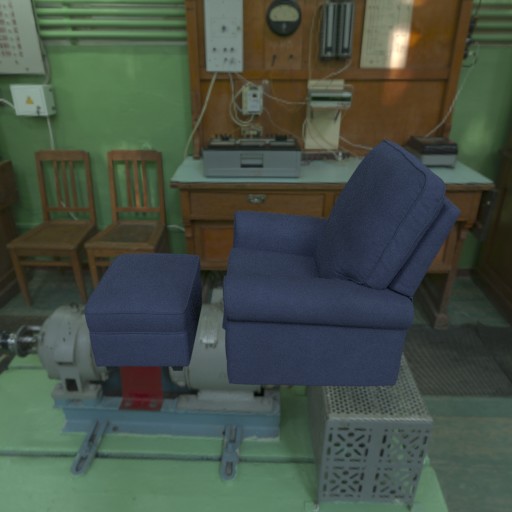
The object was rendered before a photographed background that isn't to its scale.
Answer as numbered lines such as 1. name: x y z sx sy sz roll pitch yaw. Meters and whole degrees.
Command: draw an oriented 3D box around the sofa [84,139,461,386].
1. sofa: 0.000 0.000 2.044 1.478 0.959 0.880 0 27 0
